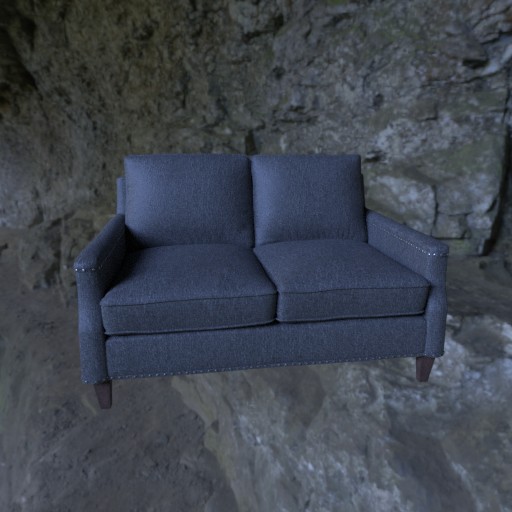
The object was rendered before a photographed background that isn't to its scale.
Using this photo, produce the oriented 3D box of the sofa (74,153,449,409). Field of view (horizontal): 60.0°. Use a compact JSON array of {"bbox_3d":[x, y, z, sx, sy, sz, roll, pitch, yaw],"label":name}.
[{"bbox_3d":[0.000,0.000,2.302,1.597,1.003,1.084,-2,17,-8],"label":"sofa"}]
